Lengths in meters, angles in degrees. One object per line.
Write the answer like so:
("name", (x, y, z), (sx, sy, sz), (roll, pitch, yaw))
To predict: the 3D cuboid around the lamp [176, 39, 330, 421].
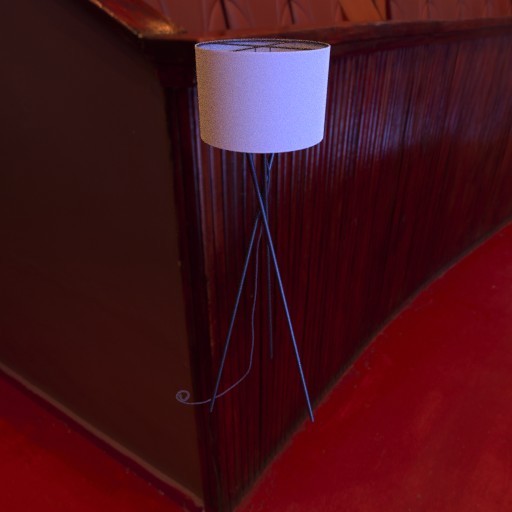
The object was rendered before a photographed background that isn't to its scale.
("lamp", (0.000, 0.000, 1.871), (0.667, 1.624, 0.522), (18, 35, 27))
